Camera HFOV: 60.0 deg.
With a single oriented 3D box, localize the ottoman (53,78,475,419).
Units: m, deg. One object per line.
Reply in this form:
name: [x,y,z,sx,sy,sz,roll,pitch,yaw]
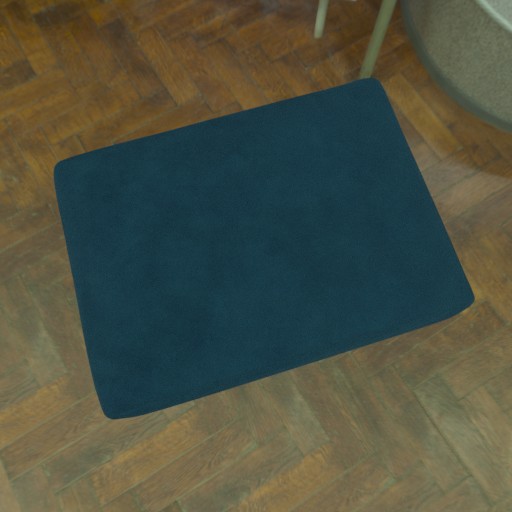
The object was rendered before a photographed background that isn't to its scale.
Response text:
ottoman: [0.000,0.000,1.103,0.773,0.503,0.572,-16,75,-5]
